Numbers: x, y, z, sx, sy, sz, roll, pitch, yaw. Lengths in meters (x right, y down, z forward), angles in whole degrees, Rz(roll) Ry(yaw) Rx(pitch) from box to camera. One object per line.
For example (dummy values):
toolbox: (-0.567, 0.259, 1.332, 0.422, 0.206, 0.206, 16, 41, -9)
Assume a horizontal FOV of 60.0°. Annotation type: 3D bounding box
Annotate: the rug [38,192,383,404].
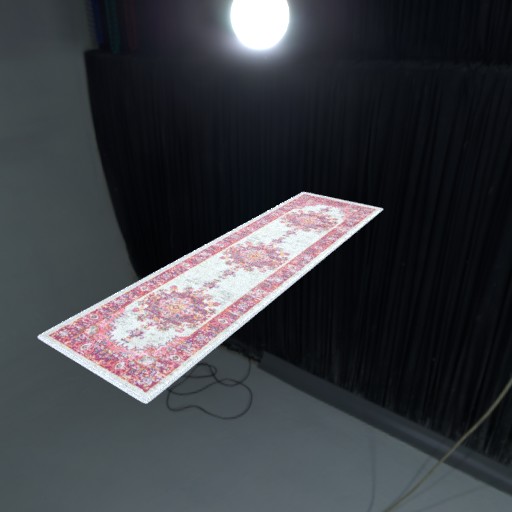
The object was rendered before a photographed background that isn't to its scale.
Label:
rug: (0.000, 0.000, 2.540, 0.666, 0.011, 2.294, 17, 32, 30)
